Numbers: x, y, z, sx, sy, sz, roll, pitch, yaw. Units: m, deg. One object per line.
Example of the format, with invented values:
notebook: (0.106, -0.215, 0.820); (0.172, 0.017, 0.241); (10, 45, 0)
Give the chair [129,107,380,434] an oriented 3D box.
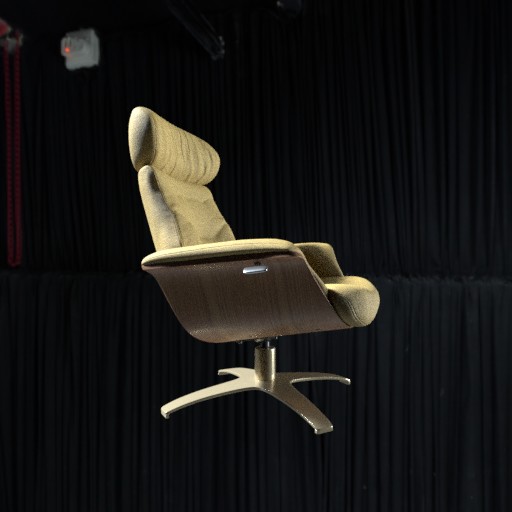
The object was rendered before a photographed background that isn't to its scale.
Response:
chair: (0.000, 0.000, 1.558); (0.837, 0.995, 0.785); (0, 1, 17)
